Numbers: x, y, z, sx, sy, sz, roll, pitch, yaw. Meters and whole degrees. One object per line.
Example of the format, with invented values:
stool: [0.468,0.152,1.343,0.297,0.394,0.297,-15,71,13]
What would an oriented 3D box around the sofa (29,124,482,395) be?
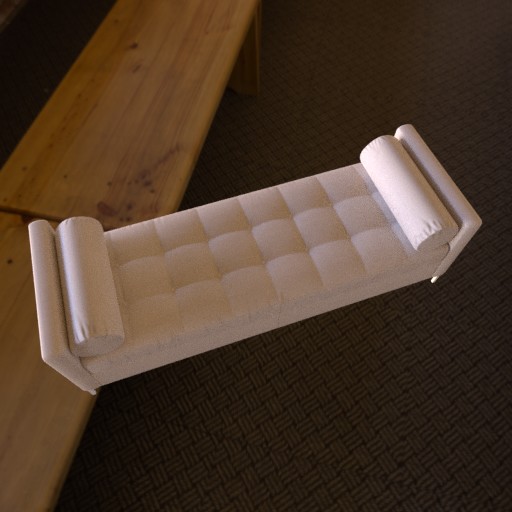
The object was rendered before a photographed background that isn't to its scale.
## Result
sofa: [0.000,0.000,2.286,1.981,0.635,0.686,-17,61,-10]
